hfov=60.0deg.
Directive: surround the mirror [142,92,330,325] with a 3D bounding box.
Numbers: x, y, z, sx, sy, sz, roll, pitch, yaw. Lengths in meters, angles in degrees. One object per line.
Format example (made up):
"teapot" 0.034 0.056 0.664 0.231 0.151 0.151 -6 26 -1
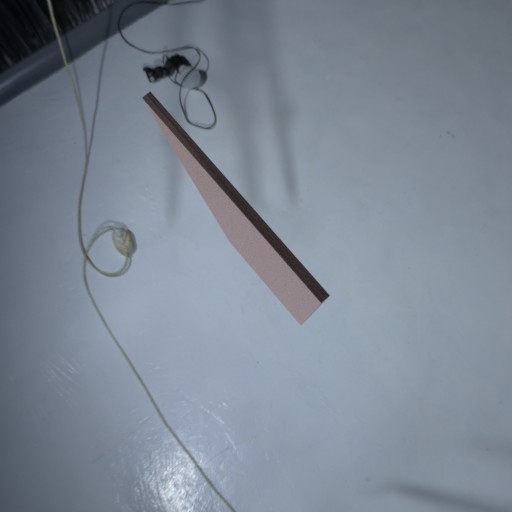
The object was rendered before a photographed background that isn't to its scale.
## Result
"mirror" 0.000 0.000 2.260 0.221 2.020 0.812 -39 79 -9
